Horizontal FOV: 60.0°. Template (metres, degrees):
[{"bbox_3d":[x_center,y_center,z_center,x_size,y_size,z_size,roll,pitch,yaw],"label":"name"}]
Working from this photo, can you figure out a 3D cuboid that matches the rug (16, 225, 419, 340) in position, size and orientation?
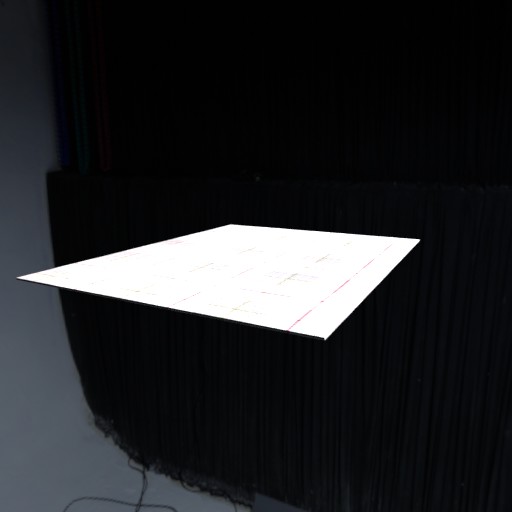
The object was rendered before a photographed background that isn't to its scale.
[{"bbox_3d":[0.000,0.000,3.918,2.317,0.016,2.959,7,14,27],"label":"rug"}]
